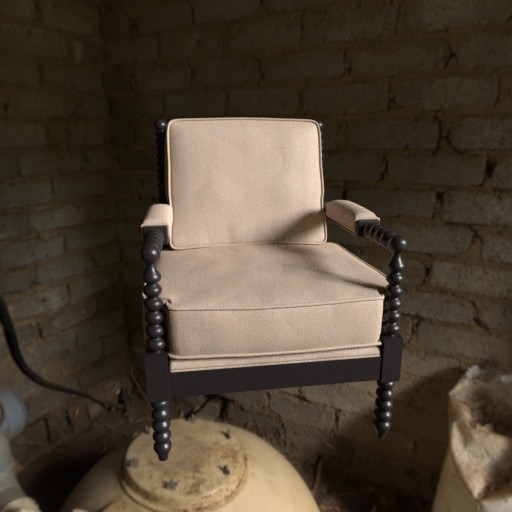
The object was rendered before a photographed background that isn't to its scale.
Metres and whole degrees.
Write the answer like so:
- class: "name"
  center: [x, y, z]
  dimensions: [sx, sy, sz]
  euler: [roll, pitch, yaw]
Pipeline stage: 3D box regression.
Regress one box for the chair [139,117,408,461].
- class: "chair"
  center: [0.000, 0.000, 1.154]
  dimensions: [0.555, 0.703, 0.657]
  euler: [-2, 15, -8]
